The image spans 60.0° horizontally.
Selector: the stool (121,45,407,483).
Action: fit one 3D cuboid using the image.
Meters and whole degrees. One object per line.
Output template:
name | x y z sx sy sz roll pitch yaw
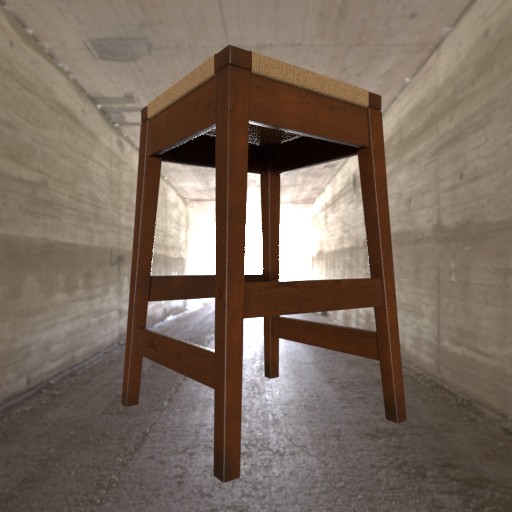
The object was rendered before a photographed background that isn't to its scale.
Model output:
stool | 0.000 0.000 1.090 0.497 0.762 0.507 1 -1 -36
